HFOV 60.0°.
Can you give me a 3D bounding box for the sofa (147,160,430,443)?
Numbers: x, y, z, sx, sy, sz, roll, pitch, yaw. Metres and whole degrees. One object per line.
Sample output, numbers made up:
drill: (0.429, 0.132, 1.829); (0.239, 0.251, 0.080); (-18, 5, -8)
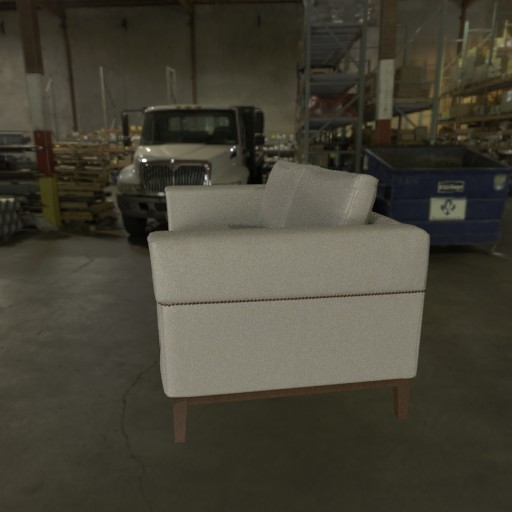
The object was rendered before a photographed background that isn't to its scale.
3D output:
sofa: (0.000, 0.000, 2.164); (0.899, 0.873, 1.598); (-2, 15, -9)
